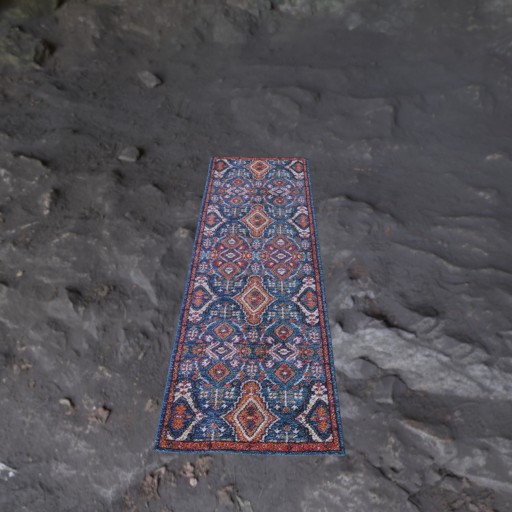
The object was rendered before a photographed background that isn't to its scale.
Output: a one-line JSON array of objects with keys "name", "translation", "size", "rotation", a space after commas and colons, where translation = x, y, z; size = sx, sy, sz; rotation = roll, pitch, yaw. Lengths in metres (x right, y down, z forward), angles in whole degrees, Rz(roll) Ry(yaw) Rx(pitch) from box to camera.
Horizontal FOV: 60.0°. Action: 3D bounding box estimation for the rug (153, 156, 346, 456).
[{"name": "rug", "translation": [0.000, 0.000, 2.739], "size": [0.801, 0.010, 2.459], "rotation": [1, 42, 1]}]
